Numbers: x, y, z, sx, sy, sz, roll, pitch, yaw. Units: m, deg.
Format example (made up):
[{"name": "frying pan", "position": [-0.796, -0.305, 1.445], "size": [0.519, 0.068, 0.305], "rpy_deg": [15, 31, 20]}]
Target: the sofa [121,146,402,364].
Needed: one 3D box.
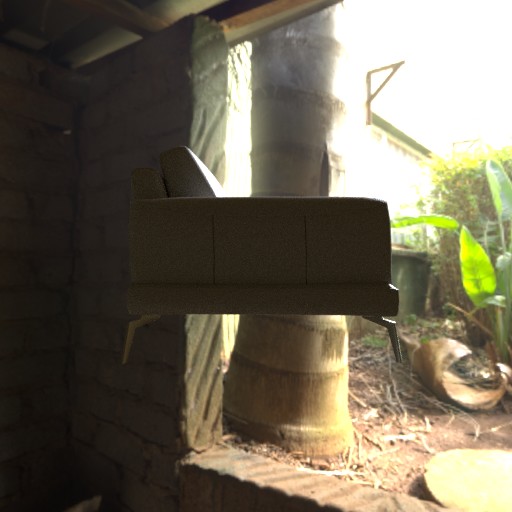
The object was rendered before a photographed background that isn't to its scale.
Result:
[{"name": "sofa", "position": [0.000, 0.000, 2.797], "size": [1.121, 0.930, 2.177], "rpy_deg": [0, -2, -1]}]
